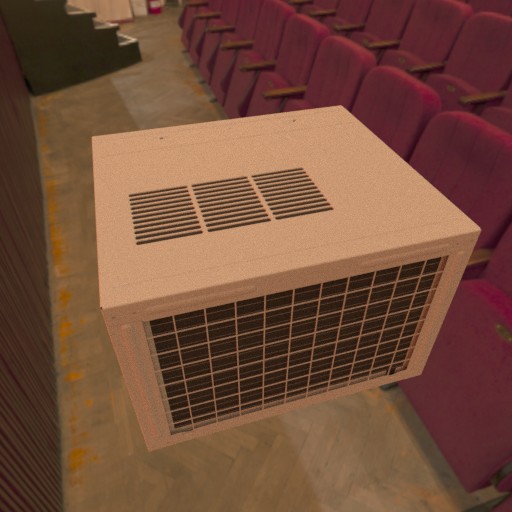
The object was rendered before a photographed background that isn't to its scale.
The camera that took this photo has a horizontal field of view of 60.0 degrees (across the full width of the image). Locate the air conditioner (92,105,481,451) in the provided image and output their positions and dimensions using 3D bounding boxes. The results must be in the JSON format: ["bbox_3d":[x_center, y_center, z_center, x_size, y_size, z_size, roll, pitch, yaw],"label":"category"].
[{"bbox_3d":[0.000,0.000,1.062,0.645,0.455,0.599,-11,42,-13],"label":"air conditioner"}]
